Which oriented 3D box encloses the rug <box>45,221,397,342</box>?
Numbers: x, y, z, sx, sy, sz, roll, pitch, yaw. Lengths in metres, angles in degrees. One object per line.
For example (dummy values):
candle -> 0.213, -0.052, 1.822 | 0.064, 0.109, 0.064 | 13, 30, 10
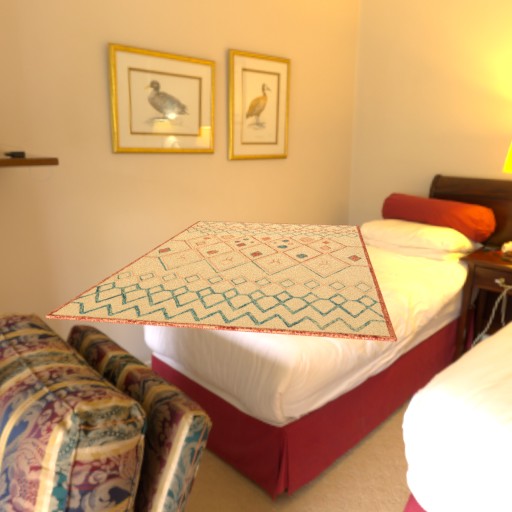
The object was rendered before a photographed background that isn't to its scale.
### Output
rug -> 0.000, 0.000, 3.031 | 1.524, 0.015, 2.438 | 2, 15, 9
